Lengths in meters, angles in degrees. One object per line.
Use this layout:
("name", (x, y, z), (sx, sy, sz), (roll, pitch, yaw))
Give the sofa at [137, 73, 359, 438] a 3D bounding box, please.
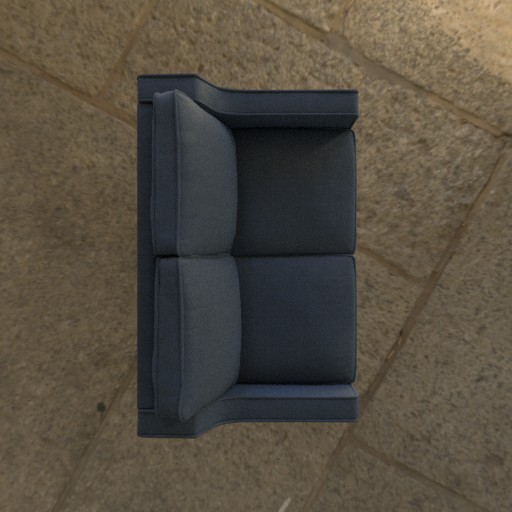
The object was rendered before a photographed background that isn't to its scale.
("sofa", (0.000, 0.000, 2.160), (0.987, 0.971, 1.501), (0, 90, 1))
